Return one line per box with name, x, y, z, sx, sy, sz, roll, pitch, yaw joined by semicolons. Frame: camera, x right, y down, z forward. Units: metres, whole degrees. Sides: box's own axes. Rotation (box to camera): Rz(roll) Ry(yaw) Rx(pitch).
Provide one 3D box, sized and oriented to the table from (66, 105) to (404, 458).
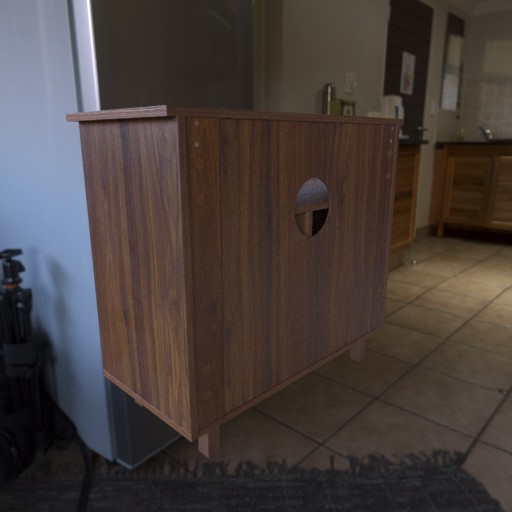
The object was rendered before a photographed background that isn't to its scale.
table;0.000;0.000;1.208;0.390;0.725;0.802;14;21;43
